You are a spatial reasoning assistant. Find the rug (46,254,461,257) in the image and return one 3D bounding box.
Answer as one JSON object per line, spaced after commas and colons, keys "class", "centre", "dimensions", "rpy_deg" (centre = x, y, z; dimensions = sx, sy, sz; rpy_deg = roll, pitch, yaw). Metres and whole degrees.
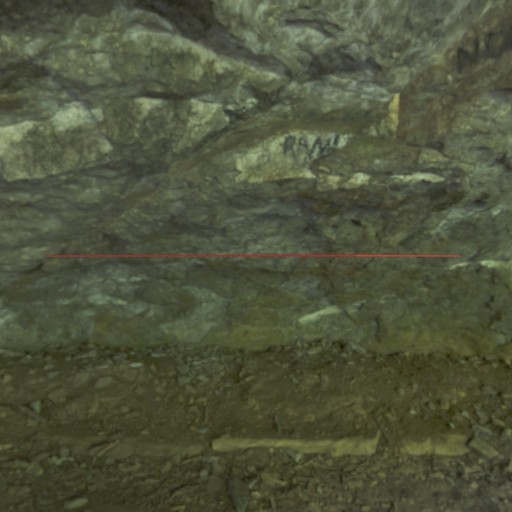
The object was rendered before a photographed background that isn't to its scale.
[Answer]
{"class": "rug", "centre": [0.000, 0.000, 4.128], "dimensions": [3.053, 0.013, 2.387], "rpy_deg": [0, 0, 37]}
